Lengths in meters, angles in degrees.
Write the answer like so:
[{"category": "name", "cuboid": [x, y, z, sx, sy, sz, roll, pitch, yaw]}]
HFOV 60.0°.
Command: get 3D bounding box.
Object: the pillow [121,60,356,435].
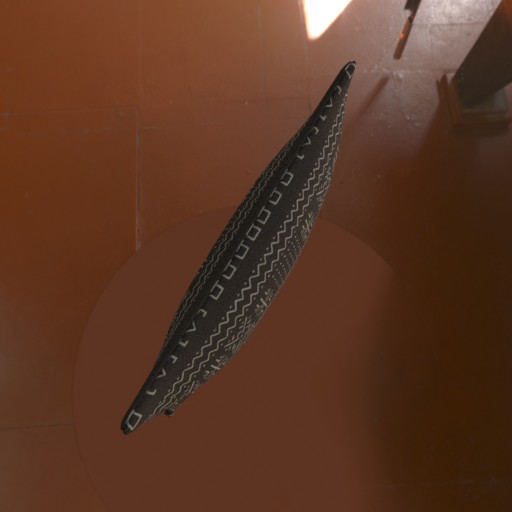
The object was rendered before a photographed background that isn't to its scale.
[{"category": "pillow", "cuboid": [0.000, 0.000, 0.793, 0.135, 0.322, 0.667, 30, 77, 8]}]
